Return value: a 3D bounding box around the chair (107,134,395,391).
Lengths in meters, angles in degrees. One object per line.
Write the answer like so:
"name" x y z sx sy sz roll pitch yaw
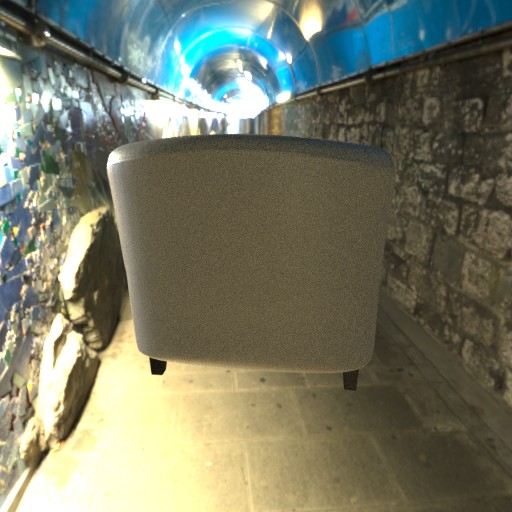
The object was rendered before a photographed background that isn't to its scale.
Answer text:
"chair" 0.000 0.000 1.399 0.792 0.756 0.727 2 17 8
